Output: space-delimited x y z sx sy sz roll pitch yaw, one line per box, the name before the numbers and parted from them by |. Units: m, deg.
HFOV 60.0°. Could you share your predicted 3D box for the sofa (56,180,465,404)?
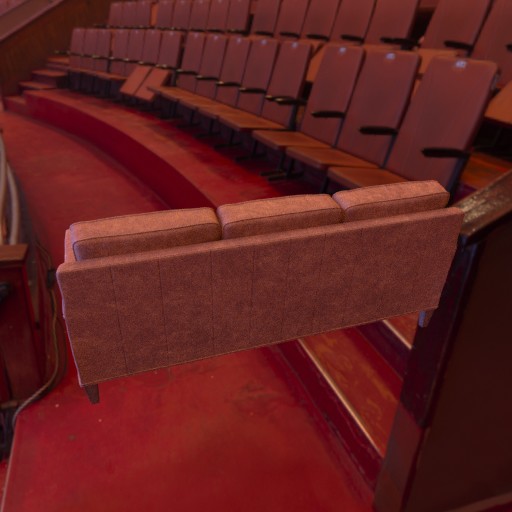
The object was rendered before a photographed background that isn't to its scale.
sofa | 0.000 0.000 2.797 2.246 1.003 1.084 -9 28 -17
